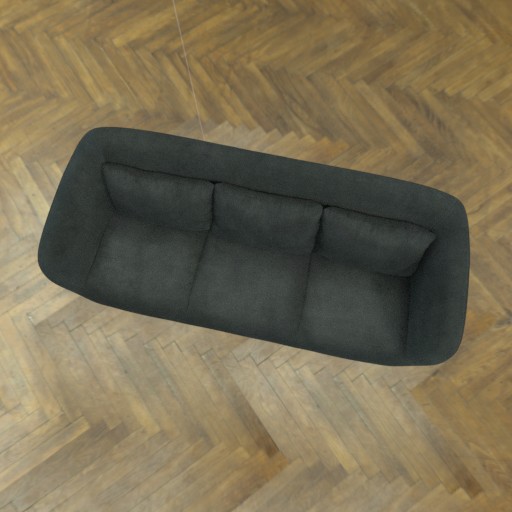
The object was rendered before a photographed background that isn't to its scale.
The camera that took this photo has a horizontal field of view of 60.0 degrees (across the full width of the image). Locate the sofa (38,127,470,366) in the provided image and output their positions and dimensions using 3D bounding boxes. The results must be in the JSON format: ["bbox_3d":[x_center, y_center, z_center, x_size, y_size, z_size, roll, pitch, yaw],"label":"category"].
[{"bbox_3d":[0.000,0.000,2.685,2.296,0.875,0.956,12,76,3],"label":"sofa"}]
